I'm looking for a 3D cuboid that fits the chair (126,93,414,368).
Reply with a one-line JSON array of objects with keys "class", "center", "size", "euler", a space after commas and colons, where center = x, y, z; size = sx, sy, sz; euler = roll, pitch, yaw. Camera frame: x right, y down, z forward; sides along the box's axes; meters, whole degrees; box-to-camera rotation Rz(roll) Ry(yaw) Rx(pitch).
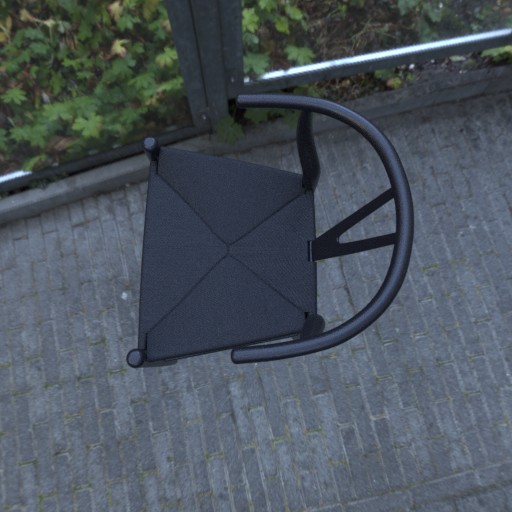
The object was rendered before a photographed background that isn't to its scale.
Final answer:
[{"class": "chair", "center": [0.000, 0.000, 1.156], "size": [0.579, 0.730, 0.569], "euler": [0, 76, 0]}]
